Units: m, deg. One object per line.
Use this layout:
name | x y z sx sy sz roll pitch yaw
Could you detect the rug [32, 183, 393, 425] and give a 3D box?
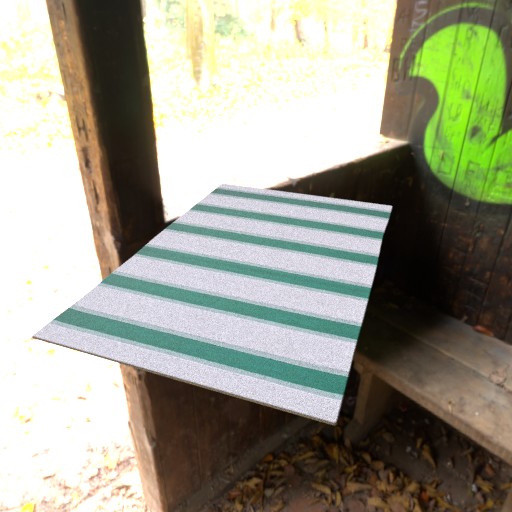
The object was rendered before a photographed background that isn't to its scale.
rug | 0.000 0.000 2.306 1.210 0.012 1.829 10 31 18
